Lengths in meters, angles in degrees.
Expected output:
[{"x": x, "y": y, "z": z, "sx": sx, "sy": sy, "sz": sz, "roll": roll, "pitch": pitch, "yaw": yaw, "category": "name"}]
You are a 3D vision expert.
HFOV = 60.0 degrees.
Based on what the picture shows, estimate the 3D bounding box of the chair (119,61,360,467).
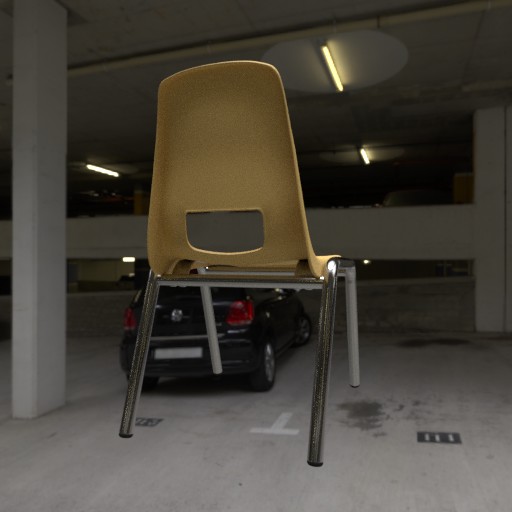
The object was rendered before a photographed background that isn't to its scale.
[{"x": 0.000, "y": 0.000, "z": 0.853, "sx": 0.354, "sy": 0.586, "sz": 0.423, "roll": 0, "pitch": 0, "yaw": 18, "category": "chair"}]
